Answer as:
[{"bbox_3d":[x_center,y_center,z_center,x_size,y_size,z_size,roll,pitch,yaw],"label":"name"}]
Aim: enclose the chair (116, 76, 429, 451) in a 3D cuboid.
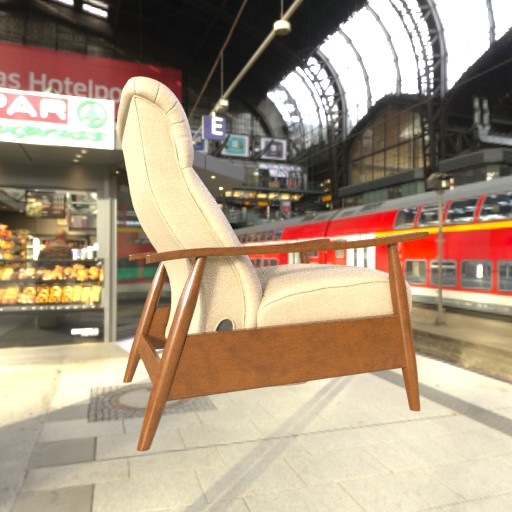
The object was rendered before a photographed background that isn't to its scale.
[{"bbox_3d":[0.000,0.000,1.733,1.030,1.082,0.762,0,0,-20],"label":"chair"}]
